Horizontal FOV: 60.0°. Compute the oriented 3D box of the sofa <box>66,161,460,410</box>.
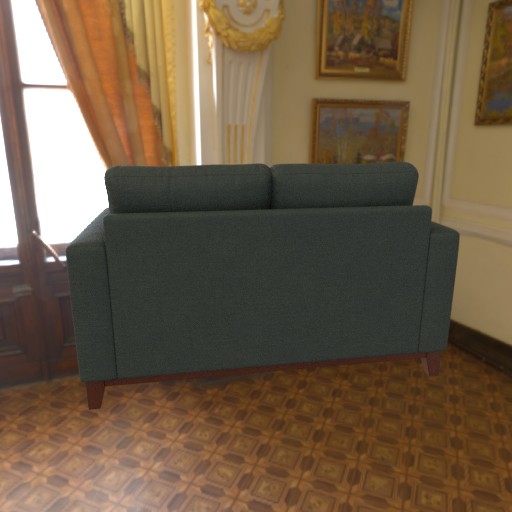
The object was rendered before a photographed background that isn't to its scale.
[{"bbox_3d":[0.000,0.000,2.118,1.489,0.903,0.955,-3,15,-10],"label":"sofa"}]
